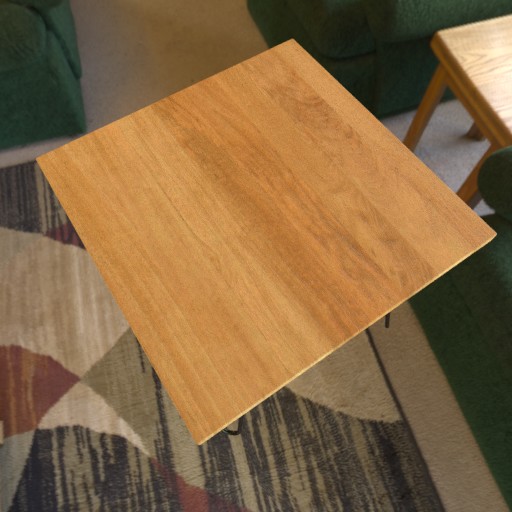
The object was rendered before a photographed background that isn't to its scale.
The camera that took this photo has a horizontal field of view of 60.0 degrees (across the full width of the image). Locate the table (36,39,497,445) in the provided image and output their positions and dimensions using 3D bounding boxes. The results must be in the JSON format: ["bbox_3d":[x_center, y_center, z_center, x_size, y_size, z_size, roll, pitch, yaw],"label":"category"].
[{"bbox_3d":[0.000,0.000,1.021,0.599,0.500,0.599,-31,68,-14],"label":"table"}]
